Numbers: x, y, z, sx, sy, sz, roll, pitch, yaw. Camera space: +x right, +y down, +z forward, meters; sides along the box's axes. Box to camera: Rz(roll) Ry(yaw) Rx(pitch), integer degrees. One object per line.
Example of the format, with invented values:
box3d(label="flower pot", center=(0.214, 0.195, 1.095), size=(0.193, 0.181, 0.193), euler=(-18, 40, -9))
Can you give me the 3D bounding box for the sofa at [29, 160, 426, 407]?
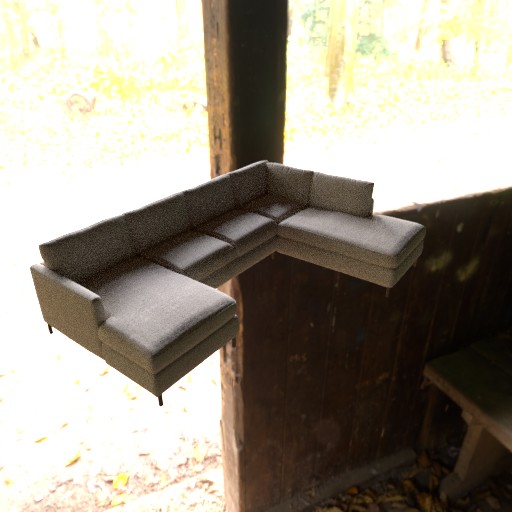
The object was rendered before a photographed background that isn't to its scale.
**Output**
box3d(label="sofa", center=(0.000, 0.000, 3.552), size=(1.879, 0.756, 2.737), euler=(19, 33, 32))
